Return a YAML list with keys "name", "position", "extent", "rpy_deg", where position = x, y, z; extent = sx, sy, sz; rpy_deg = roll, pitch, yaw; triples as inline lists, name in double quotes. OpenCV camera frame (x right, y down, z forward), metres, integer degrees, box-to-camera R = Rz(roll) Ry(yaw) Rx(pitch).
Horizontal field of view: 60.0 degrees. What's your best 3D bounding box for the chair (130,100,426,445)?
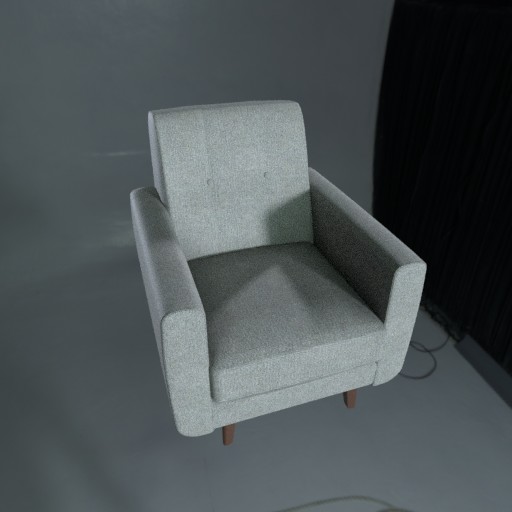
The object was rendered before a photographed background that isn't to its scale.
- name: "chair"
  position: [0.000, 0.000, 1.693]
  extent: [0.845, 0.968, 0.942]
  rpy_deg: [-10, 33, -16]
